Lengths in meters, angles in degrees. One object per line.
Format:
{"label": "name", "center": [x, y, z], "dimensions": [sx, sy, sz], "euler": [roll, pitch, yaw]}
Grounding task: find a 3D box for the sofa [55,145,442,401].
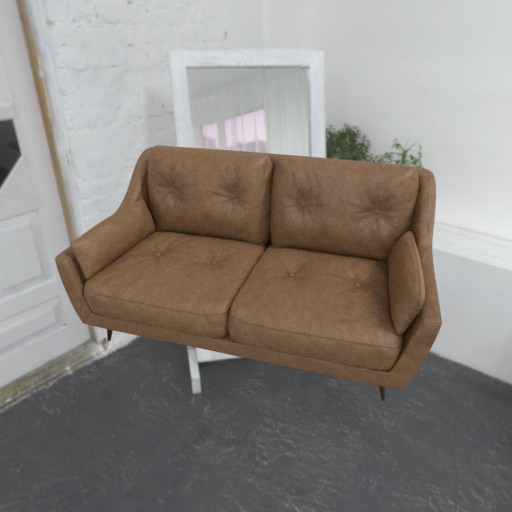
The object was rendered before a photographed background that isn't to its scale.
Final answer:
{"label": "sofa", "center": [0.000, 0.000, 2.295], "dimensions": [1.731, 0.886, 0.981], "euler": [8, 29, 15]}
